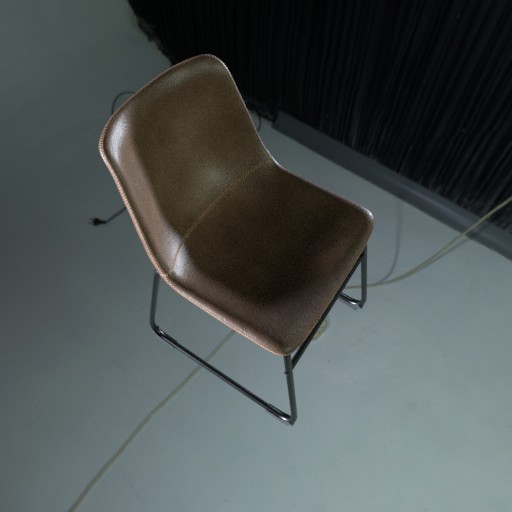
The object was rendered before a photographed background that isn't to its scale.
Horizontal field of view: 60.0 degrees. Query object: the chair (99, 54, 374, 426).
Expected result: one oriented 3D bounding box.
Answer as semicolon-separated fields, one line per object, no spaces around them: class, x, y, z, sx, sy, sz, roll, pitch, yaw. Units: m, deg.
chair;0.000;0.000;1.120;0.551;0.780;0.460;29;63;17
